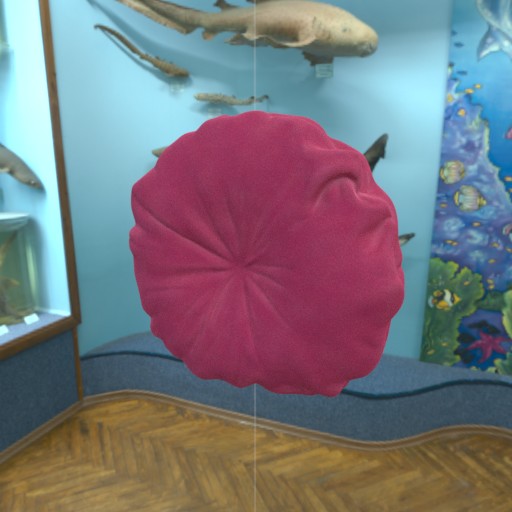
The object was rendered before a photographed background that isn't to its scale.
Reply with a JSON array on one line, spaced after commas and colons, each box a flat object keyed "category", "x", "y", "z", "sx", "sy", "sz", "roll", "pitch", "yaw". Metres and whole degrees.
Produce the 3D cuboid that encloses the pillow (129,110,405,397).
[{"category": "pillow", "x": 0.000, "y": 0.000, "z": 0.653, "sx": 0.428, "sy": 0.407, "sz": 0.148, "roll": 6, "pitch": 15, "yaw": 24}]
